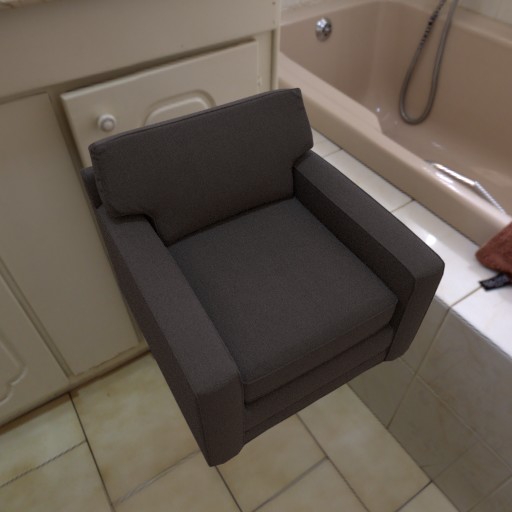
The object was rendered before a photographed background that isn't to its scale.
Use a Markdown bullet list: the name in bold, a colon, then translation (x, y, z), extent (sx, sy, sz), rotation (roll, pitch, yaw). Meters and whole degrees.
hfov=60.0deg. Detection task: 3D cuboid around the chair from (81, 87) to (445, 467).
- **chair**: translation (0.000, 0.000, 1.800), extent (0.997, 0.913, 1.043), rotation (-23, 51, -21)
